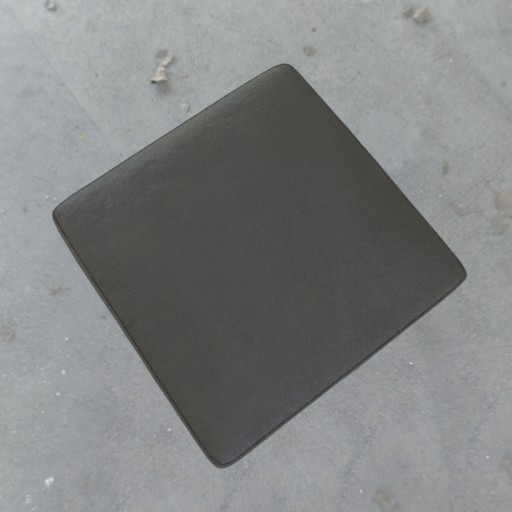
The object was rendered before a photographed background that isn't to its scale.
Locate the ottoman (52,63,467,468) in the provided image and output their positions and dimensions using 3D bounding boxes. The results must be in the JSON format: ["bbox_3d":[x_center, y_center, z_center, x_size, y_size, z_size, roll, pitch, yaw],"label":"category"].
[{"bbox_3d":[0.000,0.000,1.329,0.844,0.415,0.836,-35,79,-8],"label":"ottoman"}]
